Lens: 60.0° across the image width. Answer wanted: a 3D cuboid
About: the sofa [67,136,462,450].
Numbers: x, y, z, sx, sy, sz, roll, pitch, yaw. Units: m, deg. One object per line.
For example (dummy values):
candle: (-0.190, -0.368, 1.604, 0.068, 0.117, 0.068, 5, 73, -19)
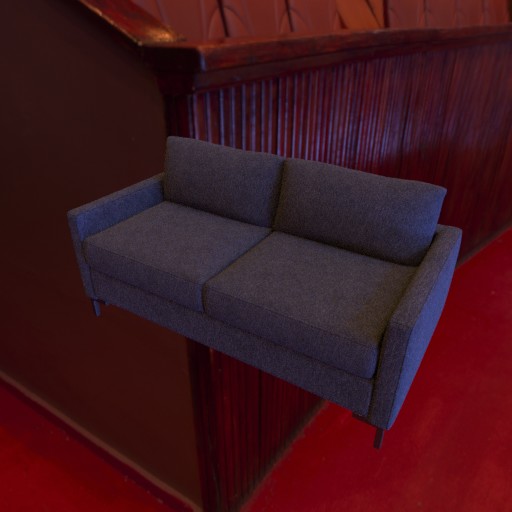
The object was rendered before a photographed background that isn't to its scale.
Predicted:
sofa: (0.000, 0.000, 2.181, 1.716, 0.862, 0.866, 17, 34, 27)
